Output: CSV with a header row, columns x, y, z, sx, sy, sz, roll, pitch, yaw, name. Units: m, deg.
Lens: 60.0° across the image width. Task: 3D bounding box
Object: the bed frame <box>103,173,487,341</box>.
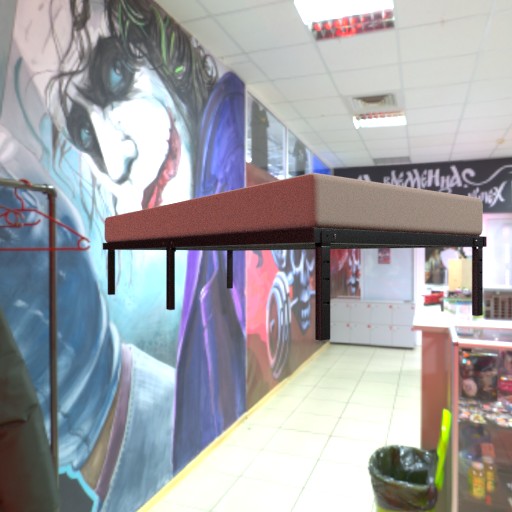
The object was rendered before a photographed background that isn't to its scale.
x,y,z,sx,sy,sz,roll,pitch,yaw,name
0.000,0.000,3.208,1.393,0.680,2.635,0,0,-36,bed frame
